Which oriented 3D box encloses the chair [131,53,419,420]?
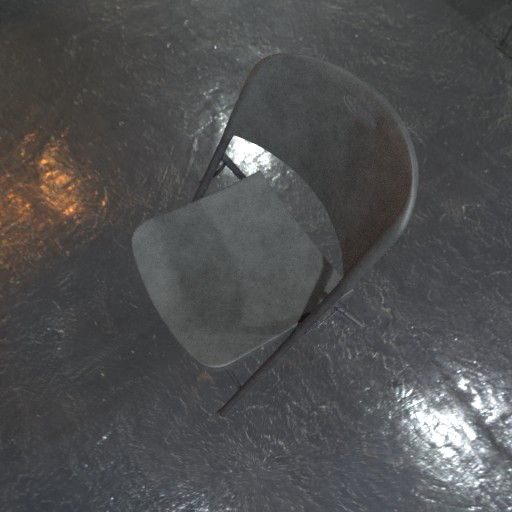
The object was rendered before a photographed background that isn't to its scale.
[{"bbox_3d":[0.000,0.000,1.135,0.566,0.810,0.494,-30,68,-14],"label":"chair"}]
